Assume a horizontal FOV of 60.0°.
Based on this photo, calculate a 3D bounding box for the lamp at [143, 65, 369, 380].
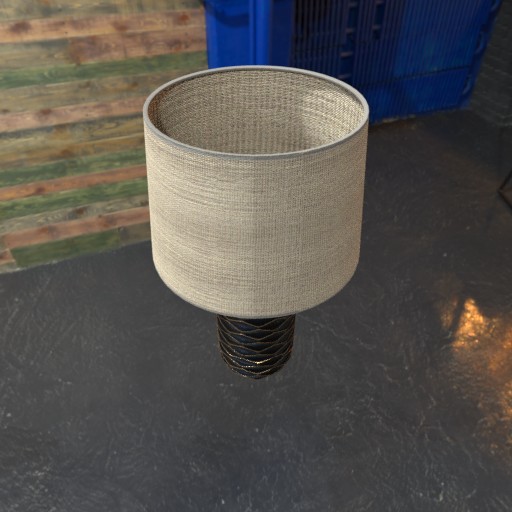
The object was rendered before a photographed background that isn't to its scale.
[{"bbox_3d":[0.000,0.000,0.841,0.376,0.594,0.376,0,41,0],"label":"lamp"}]
